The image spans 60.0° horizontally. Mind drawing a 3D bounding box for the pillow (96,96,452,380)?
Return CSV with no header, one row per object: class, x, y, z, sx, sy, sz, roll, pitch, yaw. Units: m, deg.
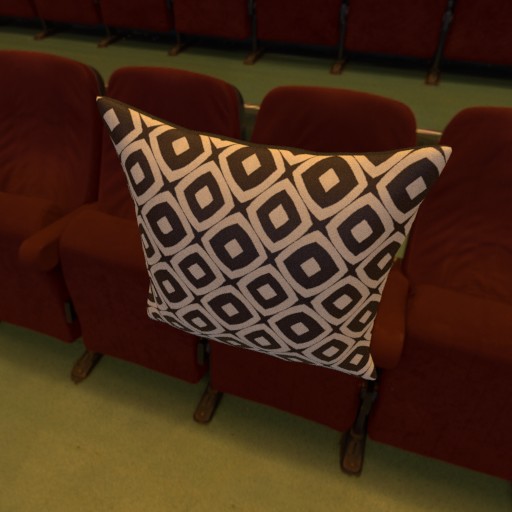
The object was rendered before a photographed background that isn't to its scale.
pillow,0.000,0.000,0.760,0.504,0.494,0.188,13,43,14
